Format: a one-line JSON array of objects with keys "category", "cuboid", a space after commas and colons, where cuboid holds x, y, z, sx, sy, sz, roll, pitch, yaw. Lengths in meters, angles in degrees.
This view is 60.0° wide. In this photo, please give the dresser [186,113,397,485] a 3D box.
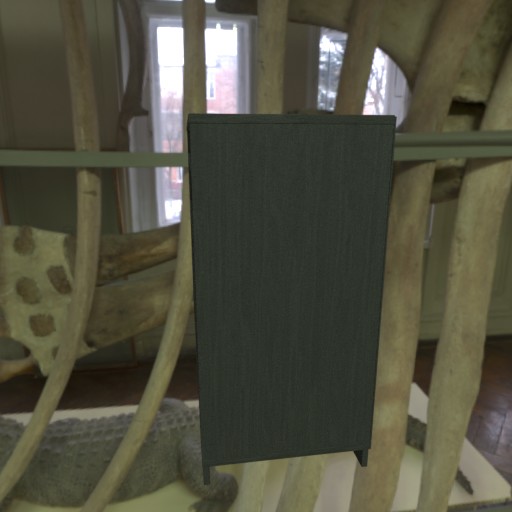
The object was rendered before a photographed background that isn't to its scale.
[{"category": "dresser", "cuboid": [0.000, 0.000, 1.416, 0.404, 0.816, 0.994, -2, 15, -9]}]
